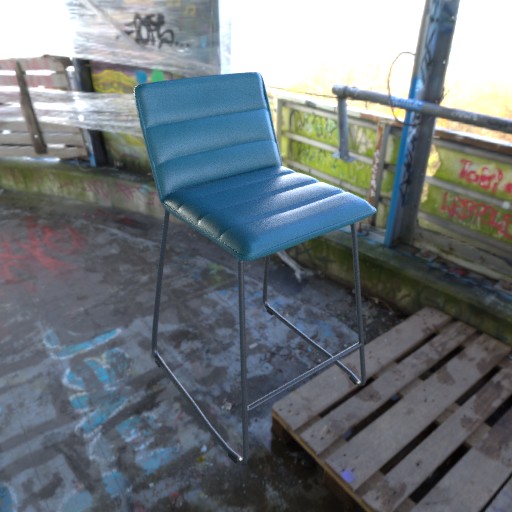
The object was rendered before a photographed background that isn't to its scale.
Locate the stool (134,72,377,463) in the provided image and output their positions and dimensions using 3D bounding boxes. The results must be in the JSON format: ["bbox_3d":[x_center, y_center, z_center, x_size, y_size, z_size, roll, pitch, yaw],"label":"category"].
[{"bbox_3d":[0.000,0.000,1.212,0.489,0.866,0.524,-20,36,-31],"label":"stool"}]
